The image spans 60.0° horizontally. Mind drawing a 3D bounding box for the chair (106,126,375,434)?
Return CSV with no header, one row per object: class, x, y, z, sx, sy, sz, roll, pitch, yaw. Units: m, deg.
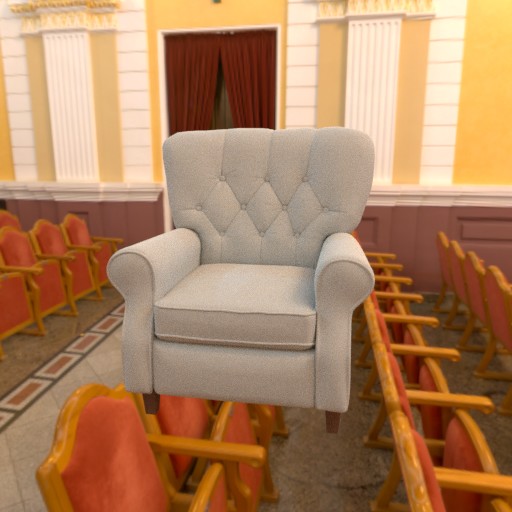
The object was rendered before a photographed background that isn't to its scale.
chair,0.000,0.000,2.106,1.090,1.217,1.128,2,13,10
